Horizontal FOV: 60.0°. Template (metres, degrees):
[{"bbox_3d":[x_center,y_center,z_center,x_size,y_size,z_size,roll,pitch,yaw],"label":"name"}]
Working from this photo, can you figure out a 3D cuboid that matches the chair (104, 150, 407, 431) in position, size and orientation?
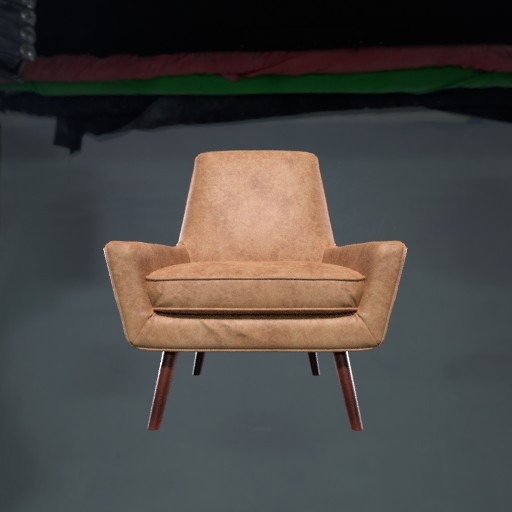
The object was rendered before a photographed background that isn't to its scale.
[{"bbox_3d":[0.000,0.000,1.499,0.753,0.883,0.851,0,-1,0],"label":"chair"}]
